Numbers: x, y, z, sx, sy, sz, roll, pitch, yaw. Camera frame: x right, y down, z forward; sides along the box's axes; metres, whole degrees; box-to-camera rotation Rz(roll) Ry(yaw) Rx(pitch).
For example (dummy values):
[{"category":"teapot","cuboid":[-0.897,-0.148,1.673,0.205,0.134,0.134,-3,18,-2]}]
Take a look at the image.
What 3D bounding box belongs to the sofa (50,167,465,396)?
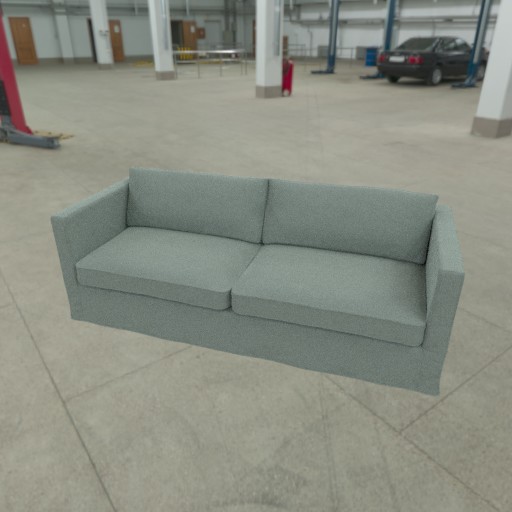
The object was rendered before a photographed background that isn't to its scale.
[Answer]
[{"category":"sofa","cuboid":[0.000,0.000,2.808,2.312,0.853,0.962,8,28,16]}]
